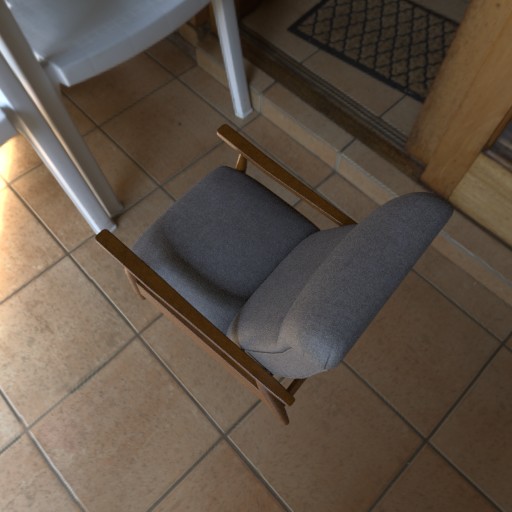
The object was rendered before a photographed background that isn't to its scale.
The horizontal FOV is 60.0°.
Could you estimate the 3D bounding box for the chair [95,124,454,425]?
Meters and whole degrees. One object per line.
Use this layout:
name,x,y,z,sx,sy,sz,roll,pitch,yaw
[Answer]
chair,0.000,0.000,1.780,1.014,1.081,0.762,37,70,16
